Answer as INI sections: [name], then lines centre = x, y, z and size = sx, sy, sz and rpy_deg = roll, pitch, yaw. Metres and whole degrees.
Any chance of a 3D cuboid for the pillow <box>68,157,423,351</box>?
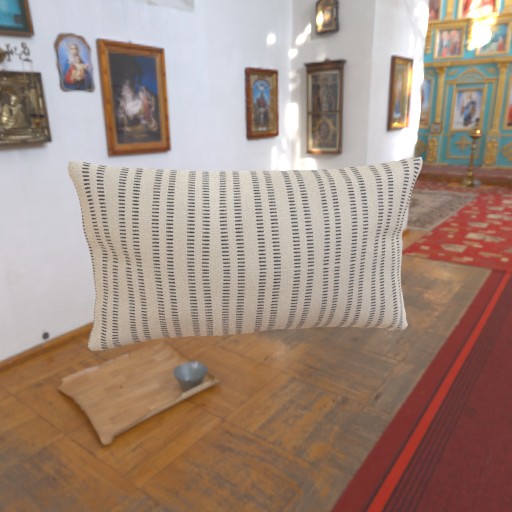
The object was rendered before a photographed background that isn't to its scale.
[pillow]
centre = 0.000, 0.000, 0.823
size = 0.640, 0.353, 0.210
rpy_deg = -2, 17, -8
